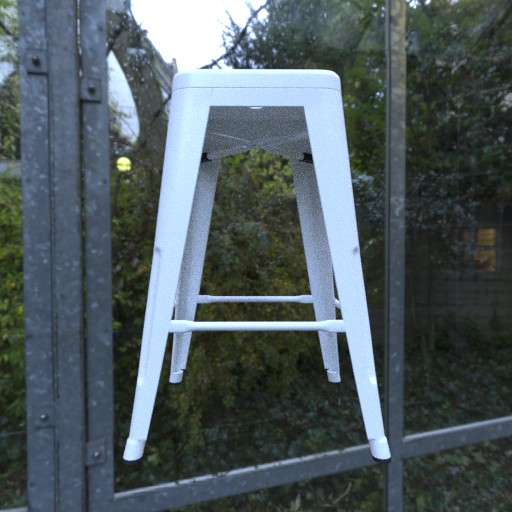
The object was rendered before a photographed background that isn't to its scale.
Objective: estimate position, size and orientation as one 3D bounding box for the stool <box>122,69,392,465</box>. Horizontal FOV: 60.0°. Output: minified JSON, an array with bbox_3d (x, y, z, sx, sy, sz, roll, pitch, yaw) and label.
[{"bbox_3d":[0.000,0.000,0.854,0.406,0.610,0.406,0,1,-1],"label":"stool"}]
